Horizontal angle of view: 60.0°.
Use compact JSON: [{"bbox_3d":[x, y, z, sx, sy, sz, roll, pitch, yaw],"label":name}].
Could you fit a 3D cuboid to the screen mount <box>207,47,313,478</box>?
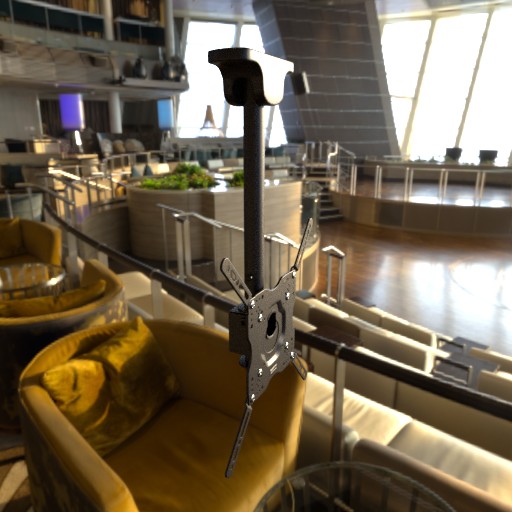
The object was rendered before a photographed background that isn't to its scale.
[{"bbox_3d":[0.000,0.000,0.880,0.090,0.729,0.393,8,18,27],"label":"screen mount"}]
